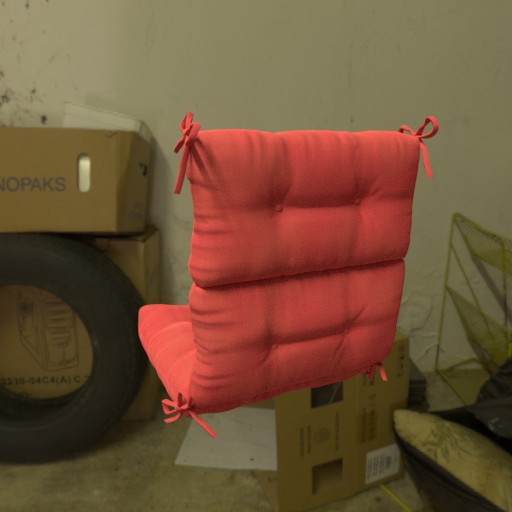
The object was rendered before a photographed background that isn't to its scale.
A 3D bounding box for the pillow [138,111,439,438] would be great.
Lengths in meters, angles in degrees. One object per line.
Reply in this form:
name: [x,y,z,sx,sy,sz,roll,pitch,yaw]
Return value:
pillow: [0.000,0.000,1.023,0.519,0.605,0.571,-7,16,-24]
